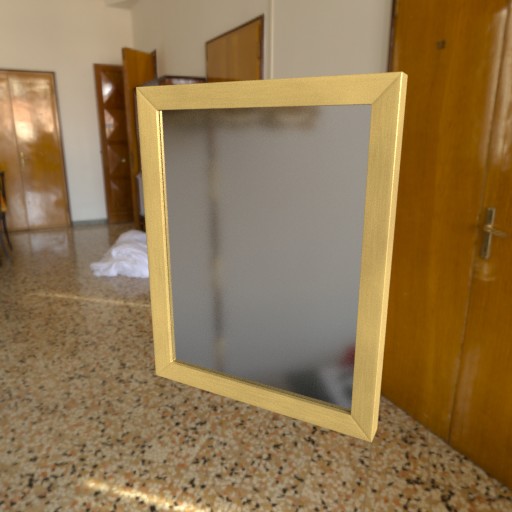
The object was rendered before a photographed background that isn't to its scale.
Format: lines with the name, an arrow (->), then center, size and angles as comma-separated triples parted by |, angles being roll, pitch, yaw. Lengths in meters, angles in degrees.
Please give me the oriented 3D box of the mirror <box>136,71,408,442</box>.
mirror -> 0.000, 0.000, 0.691 | 0.405, 0.508, 0.041 | 8, 18, 27
